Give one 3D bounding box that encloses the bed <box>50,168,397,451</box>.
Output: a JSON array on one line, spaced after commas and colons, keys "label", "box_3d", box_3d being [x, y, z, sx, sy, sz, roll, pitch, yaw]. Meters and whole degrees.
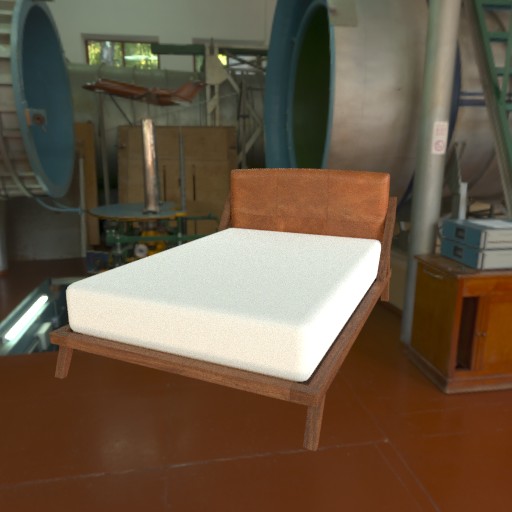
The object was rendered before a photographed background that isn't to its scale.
[{"label": "bed", "box_3d": [0.000, 0.000, 3.257, 1.651, 1.168, 2.311, 6, 15, 24]}]
